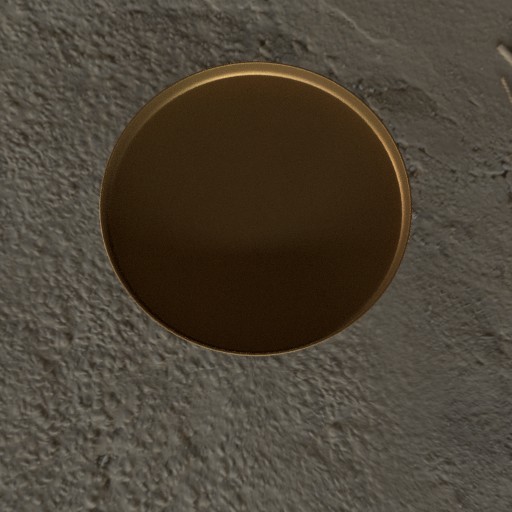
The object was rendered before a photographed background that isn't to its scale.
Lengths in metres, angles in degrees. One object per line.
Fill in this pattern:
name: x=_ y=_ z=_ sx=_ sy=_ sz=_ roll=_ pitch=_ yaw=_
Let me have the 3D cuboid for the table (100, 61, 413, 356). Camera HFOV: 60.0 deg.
table: x=0.000 y=0.000 z=0.657 sx=0.299 sy=0.480 sz=0.299 roll=-3 pitch=76 yaw=-1
